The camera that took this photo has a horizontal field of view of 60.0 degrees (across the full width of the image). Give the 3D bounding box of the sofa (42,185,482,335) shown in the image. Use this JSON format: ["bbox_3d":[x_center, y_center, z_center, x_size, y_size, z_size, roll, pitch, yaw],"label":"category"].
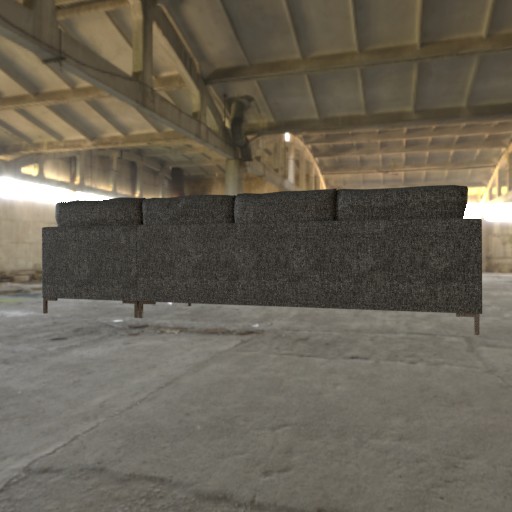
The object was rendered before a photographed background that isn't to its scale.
[{"bbox_3d":[0.000,0.000,3.942,3.384,0.970,1.488,0,0,17],"label":"sofa"}]
